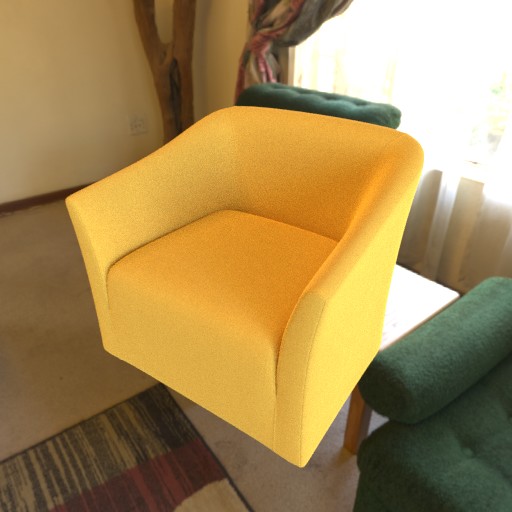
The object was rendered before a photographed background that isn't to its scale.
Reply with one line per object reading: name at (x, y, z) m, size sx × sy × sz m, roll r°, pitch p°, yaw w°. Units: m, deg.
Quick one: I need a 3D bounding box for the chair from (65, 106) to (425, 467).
chair at (0.000, 0.000, 1.343) m, size 0.790 × 0.720 × 0.700 m, roll 20°, pitch 36°, yaw 29°
